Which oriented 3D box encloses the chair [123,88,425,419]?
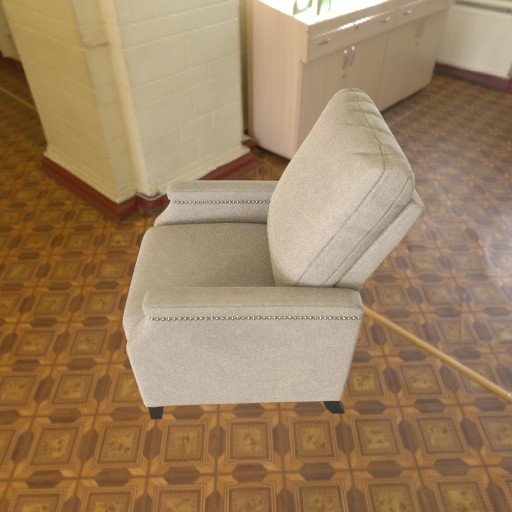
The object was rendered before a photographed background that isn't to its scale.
[{"bbox_3d":[0.000,0.000,1.629,0.922,1.049,0.710,-1,41,-1],"label":"chair"}]
